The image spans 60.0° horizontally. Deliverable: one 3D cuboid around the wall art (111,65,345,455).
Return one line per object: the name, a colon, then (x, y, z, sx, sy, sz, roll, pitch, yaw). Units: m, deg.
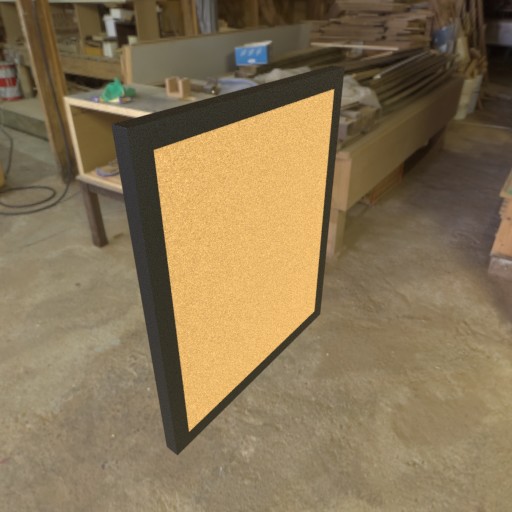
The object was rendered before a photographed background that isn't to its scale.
wall art: (0.000, 0.000, 0.706, 0.025, 0.508, 0.432, 22, 38, 31)
